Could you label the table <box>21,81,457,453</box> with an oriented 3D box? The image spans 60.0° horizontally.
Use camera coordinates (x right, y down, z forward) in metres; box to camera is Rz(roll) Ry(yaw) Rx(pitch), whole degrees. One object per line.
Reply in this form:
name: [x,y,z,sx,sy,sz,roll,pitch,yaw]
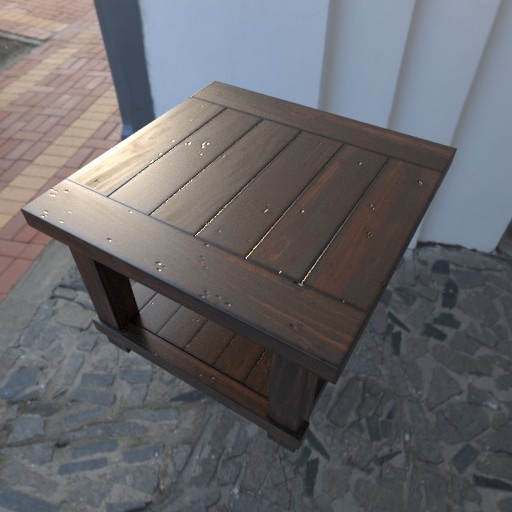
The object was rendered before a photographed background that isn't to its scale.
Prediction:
table: [0.000,0.000,0.998,0.606,0.437,0.593,24,50,21]
